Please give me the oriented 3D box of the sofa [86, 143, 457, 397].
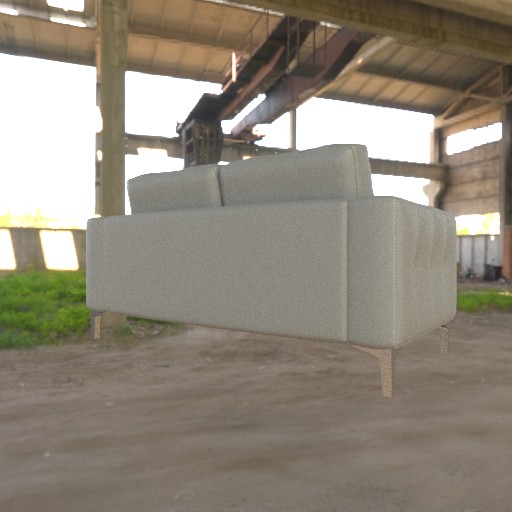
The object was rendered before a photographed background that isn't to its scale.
[{"bbox_3d":[0.000,0.000,2.212,1.726,0.892,0.833,0,1,36],"label":"sofa"}]
